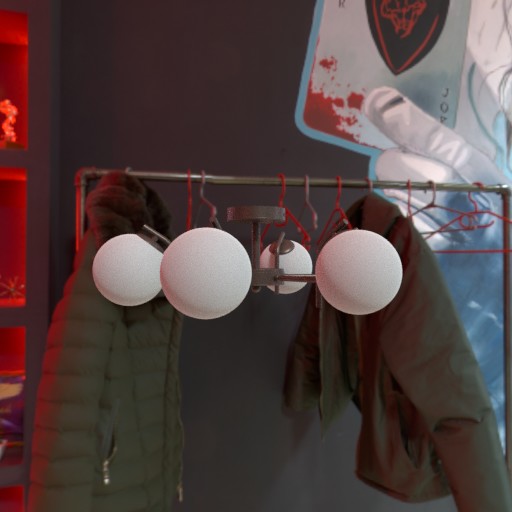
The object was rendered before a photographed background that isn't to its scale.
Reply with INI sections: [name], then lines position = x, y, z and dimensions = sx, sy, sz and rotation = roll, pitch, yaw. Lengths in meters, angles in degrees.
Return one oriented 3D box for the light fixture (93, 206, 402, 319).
[light fixture]
position = 0.000, 0.000, 0.950
dimensions = 0.662, 0.201, 0.662
rotation = 0, 0, 0
